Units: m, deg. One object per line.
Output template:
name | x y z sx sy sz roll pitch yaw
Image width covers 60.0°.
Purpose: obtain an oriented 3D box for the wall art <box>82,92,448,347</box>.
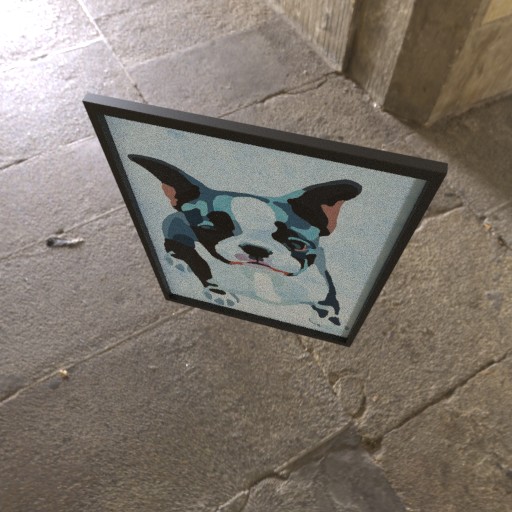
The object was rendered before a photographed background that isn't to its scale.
wall art | 0.000 0.000 1.358 0.774 1.027 0.030 13 61 8
